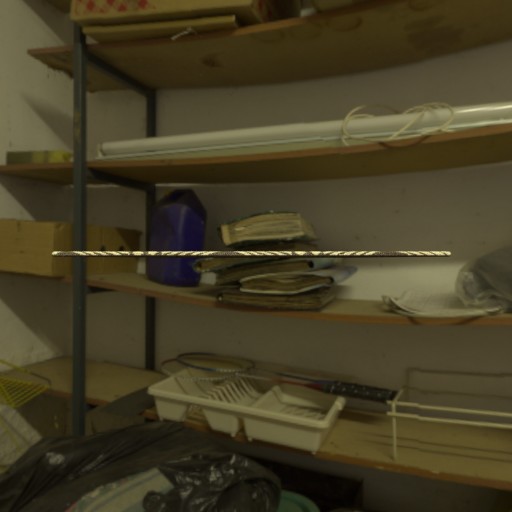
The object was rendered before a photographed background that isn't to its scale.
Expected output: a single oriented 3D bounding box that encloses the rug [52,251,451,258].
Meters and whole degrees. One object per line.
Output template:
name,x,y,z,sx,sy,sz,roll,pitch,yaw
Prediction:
rug,0.000,0.000,2.244,1.210,0.016,1.833,0,0,1
